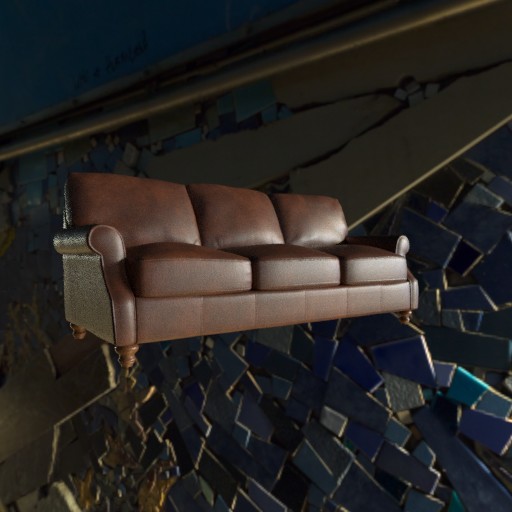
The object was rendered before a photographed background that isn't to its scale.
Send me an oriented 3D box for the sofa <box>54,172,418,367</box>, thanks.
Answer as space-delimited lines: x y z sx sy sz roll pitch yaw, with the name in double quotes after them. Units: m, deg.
0.000 0.000 2.899 2.351 0.977 0.973 0 0 -36 "sofa"
